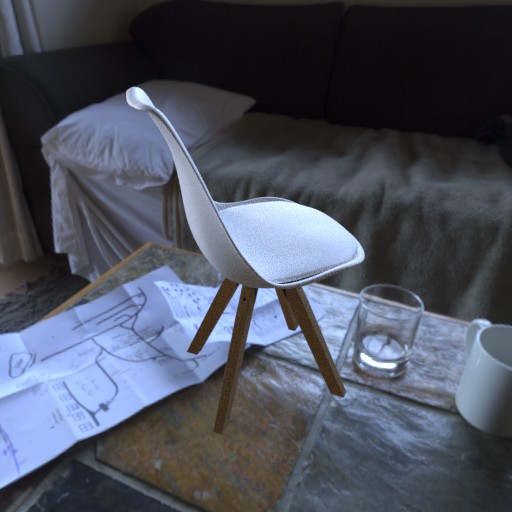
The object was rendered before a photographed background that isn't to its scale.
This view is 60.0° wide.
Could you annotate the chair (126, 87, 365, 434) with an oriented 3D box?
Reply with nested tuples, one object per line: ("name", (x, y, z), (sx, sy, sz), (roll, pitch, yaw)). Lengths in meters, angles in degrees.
("chair", (0.000, 0.000, 1.181), (0.550, 0.849, 0.485), (-11, 32, -17))
